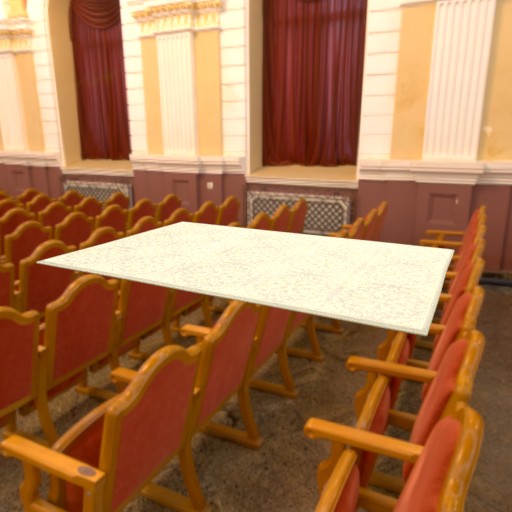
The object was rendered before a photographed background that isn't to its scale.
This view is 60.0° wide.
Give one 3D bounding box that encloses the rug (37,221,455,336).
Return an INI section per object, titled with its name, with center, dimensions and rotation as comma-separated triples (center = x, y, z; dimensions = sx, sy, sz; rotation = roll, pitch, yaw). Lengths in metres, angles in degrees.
[rug]
center = 0.000, 0.000, 2.329
dimensions = 1.840, 0.012, 1.219
rotation = 8, 17, 26
